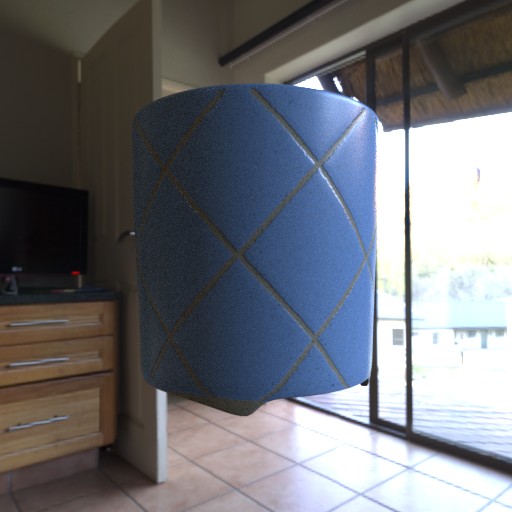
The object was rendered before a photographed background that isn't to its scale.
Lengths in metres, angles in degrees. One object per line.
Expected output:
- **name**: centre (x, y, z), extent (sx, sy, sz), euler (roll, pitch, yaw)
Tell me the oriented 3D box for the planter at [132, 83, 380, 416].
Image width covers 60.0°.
- **planter**: centre (0.000, 0.000, 0.418), extent (0.227, 0.235, 0.227), euler (0, -2, 0)
